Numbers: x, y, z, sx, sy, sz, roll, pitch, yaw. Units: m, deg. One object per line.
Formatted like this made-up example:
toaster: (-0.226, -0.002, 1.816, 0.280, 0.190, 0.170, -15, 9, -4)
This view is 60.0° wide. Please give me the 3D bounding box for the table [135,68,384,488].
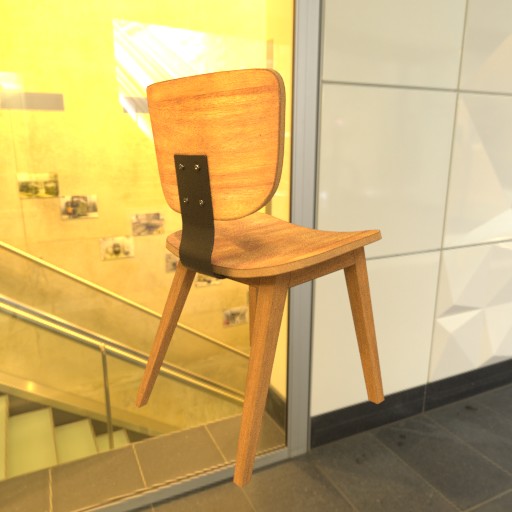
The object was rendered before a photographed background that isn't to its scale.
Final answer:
table: (0.000, 0.000, 1.114, 0.500, 0.805, 0.499, -13, 19, -43)
